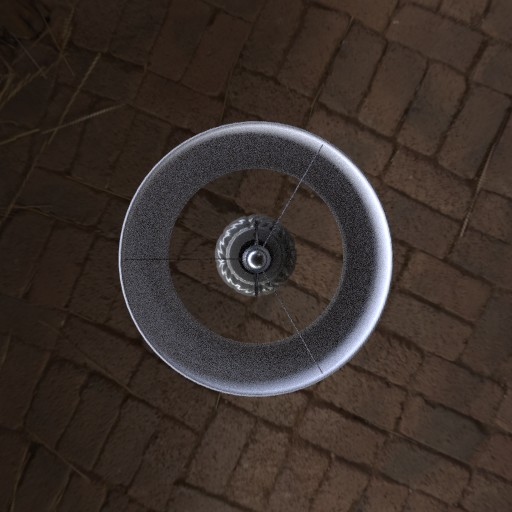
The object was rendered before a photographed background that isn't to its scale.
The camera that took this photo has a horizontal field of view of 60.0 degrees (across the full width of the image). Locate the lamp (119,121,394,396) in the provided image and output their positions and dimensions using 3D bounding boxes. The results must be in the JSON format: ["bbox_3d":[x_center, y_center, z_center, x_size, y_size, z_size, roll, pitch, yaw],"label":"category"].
[{"bbox_3d":[0.000,0.000,0.514,0.203,0.389,0.203,0,91,0],"label":"lamp"}]
